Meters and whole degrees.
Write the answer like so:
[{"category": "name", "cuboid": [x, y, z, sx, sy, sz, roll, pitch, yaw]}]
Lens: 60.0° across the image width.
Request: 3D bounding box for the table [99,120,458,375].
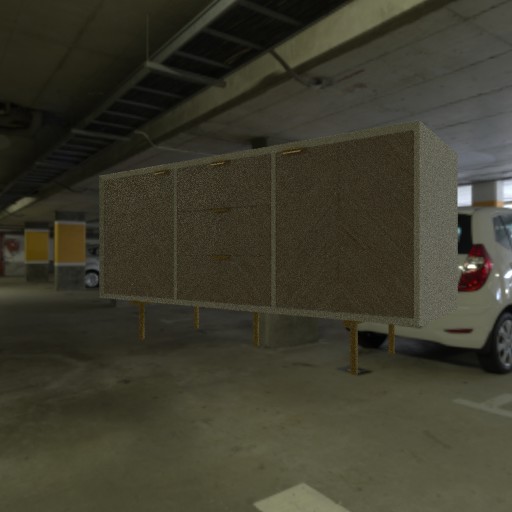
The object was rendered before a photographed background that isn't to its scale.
[{"category": "table", "cuboid": [0.000, 0.000, 1.897, 1.500, 0.769, 0.508, 0, 0, 36]}]
